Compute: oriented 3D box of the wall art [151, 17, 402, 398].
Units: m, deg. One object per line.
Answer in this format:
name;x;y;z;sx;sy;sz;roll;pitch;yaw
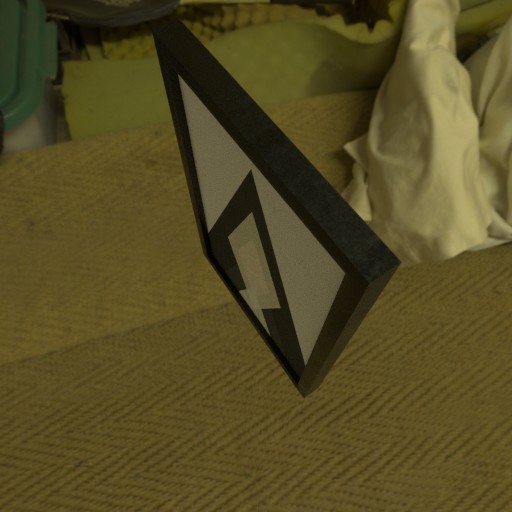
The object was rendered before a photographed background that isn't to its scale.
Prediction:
wall art;0.000;0.000;0.562;0.031;0.457;0.313;-31;67;-15
